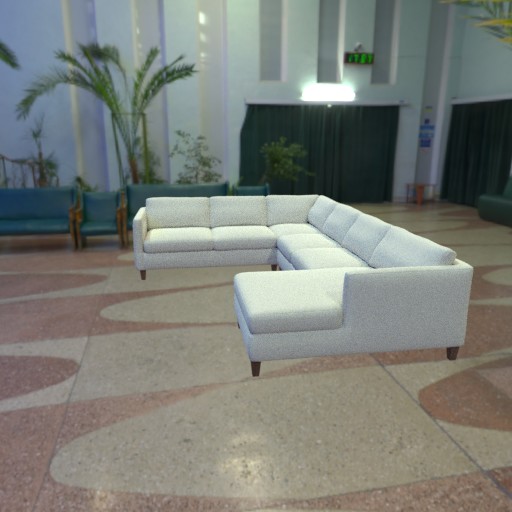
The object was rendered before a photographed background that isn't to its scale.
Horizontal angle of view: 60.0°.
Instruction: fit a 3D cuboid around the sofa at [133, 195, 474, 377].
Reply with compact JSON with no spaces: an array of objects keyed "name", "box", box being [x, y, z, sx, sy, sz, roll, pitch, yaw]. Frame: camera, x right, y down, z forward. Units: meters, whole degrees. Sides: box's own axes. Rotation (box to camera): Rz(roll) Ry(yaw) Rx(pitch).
[{"name":"sofa","box":[0.000,0.000,4.412,2.551,0.853,3.238,-2,15,-9]}]
